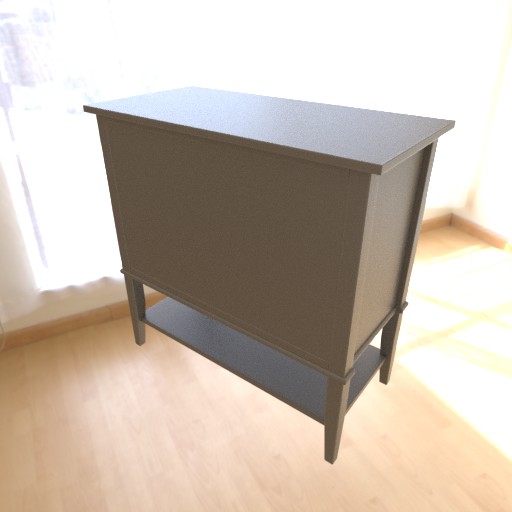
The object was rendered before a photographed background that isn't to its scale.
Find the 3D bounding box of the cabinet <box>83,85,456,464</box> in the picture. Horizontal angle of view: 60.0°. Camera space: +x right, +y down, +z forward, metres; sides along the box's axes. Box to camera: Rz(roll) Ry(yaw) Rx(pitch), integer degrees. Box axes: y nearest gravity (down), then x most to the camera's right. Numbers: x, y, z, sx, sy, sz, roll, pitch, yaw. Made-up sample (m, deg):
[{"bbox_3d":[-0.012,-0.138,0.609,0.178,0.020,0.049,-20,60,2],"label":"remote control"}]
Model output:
[{"bbox_3d":[0.000,0.000,1.237,0.801,0.780,0.396,21,35,32],"label":"cabinet"}]
